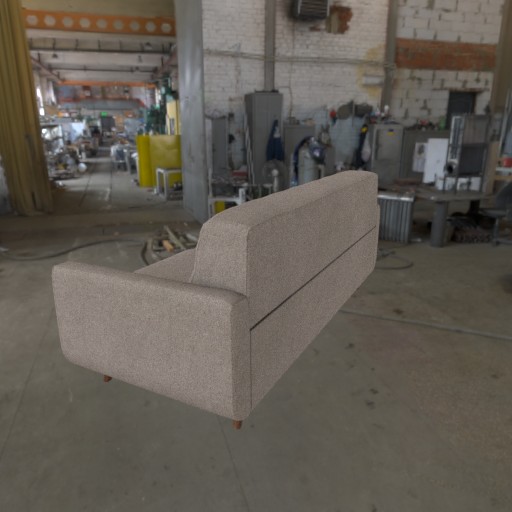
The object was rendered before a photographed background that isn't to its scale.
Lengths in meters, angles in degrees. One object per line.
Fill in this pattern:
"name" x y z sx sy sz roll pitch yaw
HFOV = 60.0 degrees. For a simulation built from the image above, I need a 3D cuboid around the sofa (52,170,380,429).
"sofa" 0.000 0.000 2.491 0.909 0.841 2.029 9 19 27
